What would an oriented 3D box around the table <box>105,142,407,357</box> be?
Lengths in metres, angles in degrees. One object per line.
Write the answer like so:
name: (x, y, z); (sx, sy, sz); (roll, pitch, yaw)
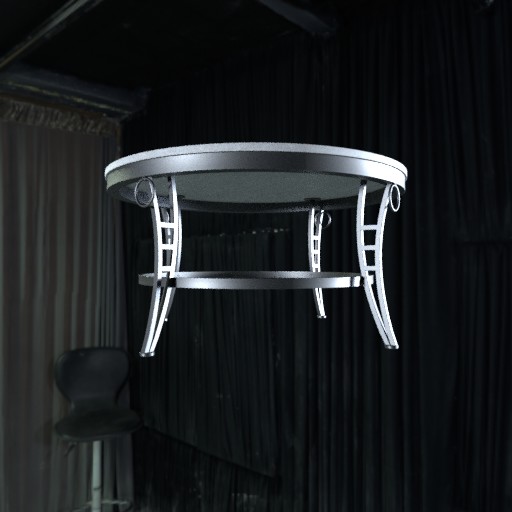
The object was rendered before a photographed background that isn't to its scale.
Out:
table: (0.000, 0.000, 1.377); (0.889, 0.470, 0.889); (0, -1, 0)
